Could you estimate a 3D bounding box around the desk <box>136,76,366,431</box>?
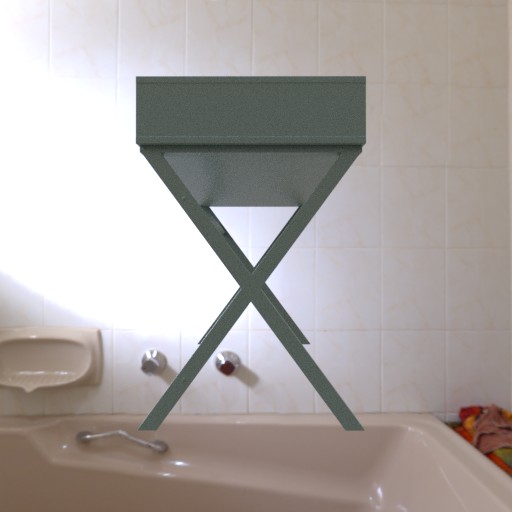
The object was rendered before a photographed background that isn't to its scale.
[{"bbox_3d":[0.000,0.000,1.496,0.525,0.780,1.057,0,0,0],"label":"desk"}]
